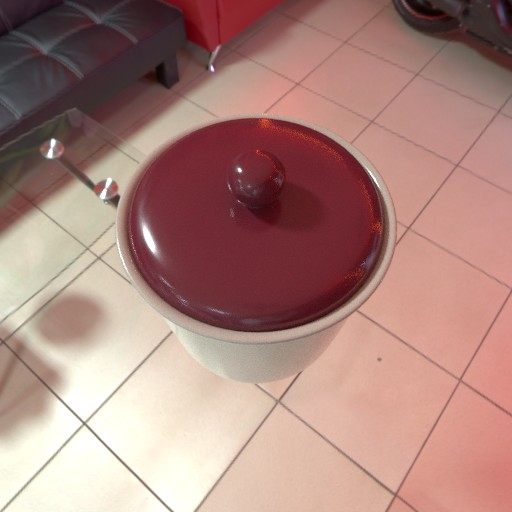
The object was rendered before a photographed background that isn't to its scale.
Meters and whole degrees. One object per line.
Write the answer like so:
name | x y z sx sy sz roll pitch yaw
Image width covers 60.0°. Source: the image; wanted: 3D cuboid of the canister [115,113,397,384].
canister | 0.000 0.000 0.339 0.182 0.208 0.182 0 59 0
